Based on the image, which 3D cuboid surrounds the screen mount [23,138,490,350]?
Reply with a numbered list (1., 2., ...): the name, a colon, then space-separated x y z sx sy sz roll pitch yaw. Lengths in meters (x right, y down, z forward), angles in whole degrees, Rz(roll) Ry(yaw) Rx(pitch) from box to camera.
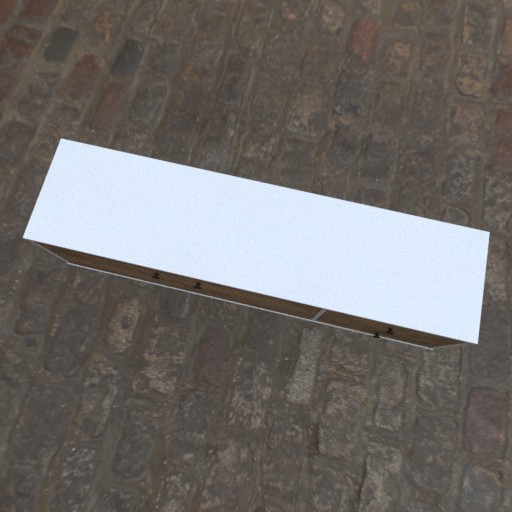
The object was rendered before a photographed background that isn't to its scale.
1. screen mount: 0.000 0.000 1.814 1.600 0.520 0.418 13 76 3
